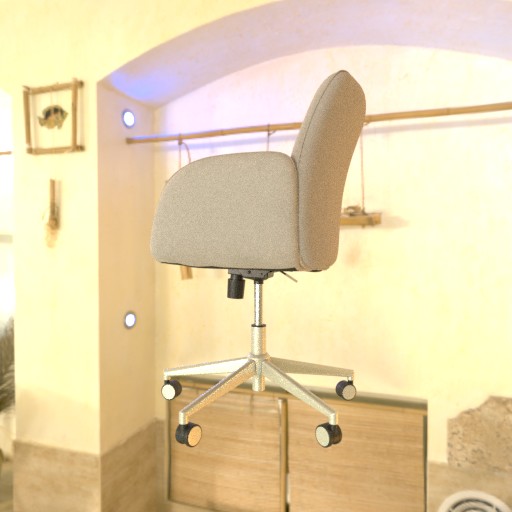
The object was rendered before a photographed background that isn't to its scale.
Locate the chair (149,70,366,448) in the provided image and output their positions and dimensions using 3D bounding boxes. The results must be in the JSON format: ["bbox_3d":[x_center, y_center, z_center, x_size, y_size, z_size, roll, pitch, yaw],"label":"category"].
[{"bbox_3d":[0.000,0.000,1.379,0.654,0.959,0.648,1,2,18],"label":"chair"}]
